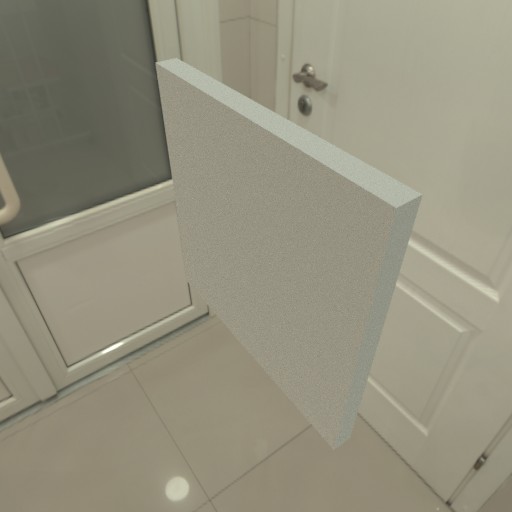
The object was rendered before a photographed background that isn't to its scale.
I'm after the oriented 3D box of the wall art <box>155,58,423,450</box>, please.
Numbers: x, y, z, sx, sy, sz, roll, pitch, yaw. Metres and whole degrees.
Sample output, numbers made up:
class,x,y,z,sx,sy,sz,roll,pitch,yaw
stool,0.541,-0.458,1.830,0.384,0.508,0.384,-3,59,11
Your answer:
class,x,y,z,sx,sy,sz,roll,pitch,yaw
wall art,0.000,0.000,0.526,0.027,0.355,0.355,-26,48,-26
